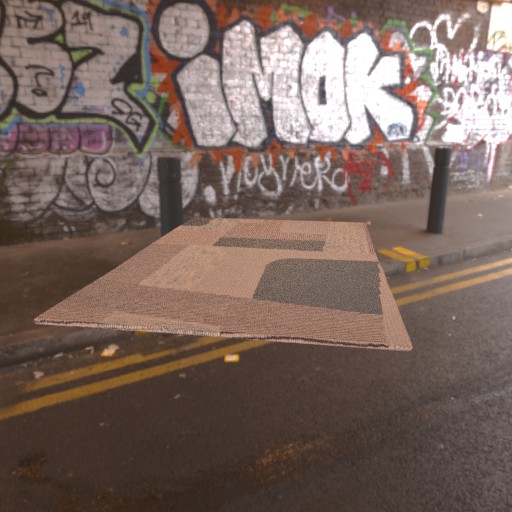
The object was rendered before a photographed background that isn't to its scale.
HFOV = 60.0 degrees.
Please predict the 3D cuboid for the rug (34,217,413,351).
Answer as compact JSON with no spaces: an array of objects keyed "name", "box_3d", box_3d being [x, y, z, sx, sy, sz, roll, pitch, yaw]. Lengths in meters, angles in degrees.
[{"name":"rug","box_3d":[0.000,0.000,2.277,1.238,0.020,1.847,3,16,9]}]
